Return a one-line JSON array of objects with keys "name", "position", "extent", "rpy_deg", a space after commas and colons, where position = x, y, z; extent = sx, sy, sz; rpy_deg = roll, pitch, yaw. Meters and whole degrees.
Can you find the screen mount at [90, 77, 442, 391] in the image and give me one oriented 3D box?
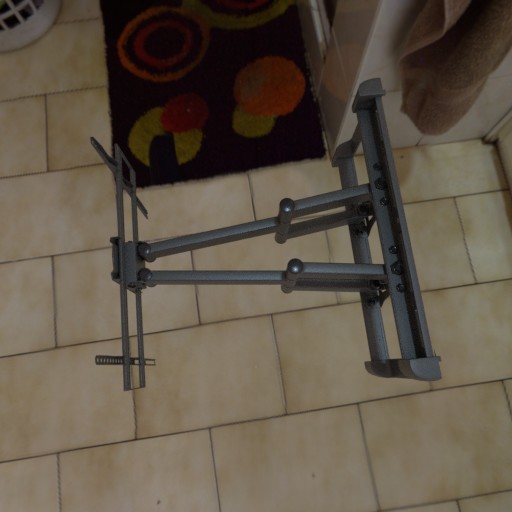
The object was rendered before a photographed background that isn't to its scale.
[{"name": "screen mount", "position": [0.000, 0.000, 0.955], "extent": [0.556, 0.424, 0.571], "rpy_deg": [-6, 76, -2]}]
